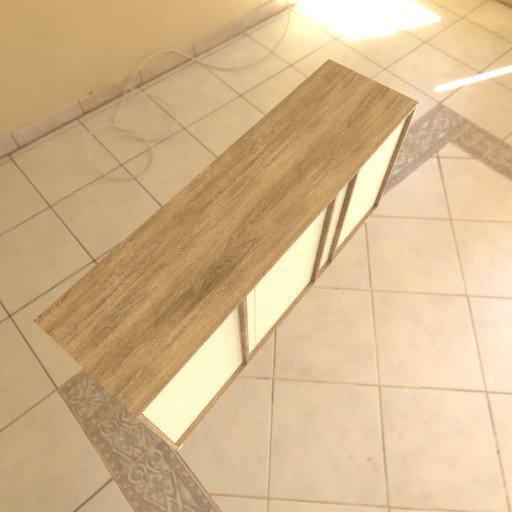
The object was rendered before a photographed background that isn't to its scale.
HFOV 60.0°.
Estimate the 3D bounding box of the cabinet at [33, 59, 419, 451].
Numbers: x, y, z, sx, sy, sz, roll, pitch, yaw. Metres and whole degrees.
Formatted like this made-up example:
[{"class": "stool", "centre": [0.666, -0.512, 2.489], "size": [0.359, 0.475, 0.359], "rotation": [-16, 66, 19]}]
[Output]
[{"class": "cabinet", "centre": [0.000, 0.000, 1.965], "size": [0.450, 0.870, 1.600], "rotation": [35, 65, 18]}]
